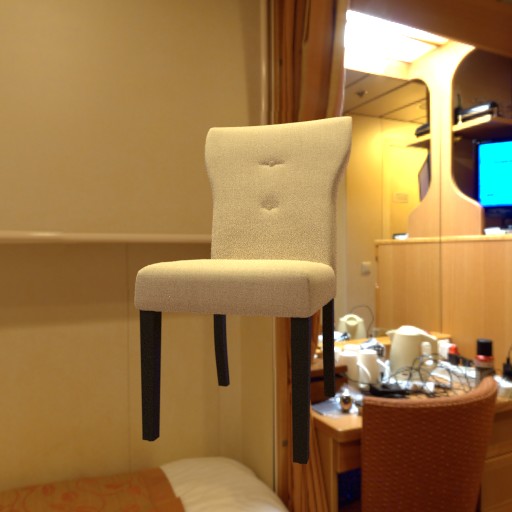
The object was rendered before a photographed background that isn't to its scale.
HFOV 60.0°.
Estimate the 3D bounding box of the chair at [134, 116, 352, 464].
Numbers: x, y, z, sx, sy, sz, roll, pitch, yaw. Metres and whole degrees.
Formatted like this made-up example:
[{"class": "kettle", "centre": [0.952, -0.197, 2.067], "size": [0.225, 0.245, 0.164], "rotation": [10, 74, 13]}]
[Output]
[{"class": "chair", "centre": [0.000, 0.000, 1.299], "size": [0.509, 0.921, 0.597], "rotation": [0, 1, 18]}]
